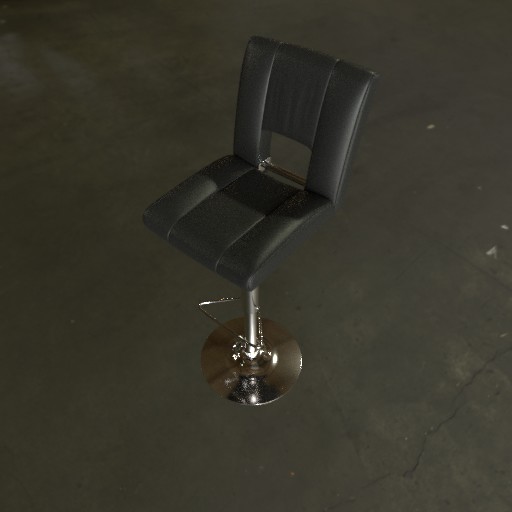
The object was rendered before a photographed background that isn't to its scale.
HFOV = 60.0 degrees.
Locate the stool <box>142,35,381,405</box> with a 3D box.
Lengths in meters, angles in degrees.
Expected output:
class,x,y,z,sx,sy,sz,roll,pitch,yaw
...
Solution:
class,x,y,z,sx,sy,sz,roll,pitch,yaw
stool,0.000,0.000,1.422,0.415,1.151,0.520,30,53,26
